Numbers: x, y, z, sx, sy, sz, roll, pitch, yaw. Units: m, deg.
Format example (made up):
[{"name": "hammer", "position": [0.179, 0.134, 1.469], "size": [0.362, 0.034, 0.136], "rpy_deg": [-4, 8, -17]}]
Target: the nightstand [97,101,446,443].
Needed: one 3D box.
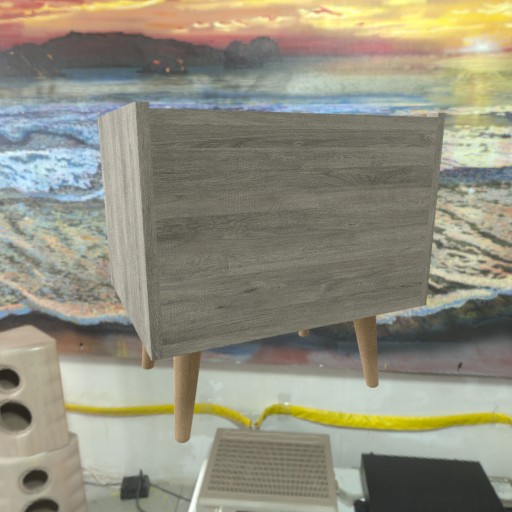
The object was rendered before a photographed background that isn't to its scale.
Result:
[{"name": "nightstand", "position": [0.000, 0.000, 0.826], "size": [0.480, 0.500, 0.380], "rpy_deg": [-7, 16, -24]}]
